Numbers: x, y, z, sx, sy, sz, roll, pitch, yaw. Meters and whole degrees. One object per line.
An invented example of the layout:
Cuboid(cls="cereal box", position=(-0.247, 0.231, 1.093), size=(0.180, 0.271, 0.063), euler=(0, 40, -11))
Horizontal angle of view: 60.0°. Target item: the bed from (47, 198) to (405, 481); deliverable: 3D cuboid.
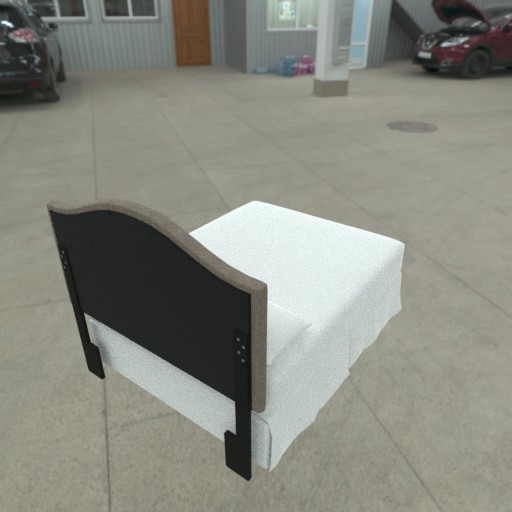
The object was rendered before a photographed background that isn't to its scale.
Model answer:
Cuboid(cls="bed", position=(0.000, 0.000, 3.317), size=(1.713, 1.518, 2.153), euler=(20, 35, 31))
